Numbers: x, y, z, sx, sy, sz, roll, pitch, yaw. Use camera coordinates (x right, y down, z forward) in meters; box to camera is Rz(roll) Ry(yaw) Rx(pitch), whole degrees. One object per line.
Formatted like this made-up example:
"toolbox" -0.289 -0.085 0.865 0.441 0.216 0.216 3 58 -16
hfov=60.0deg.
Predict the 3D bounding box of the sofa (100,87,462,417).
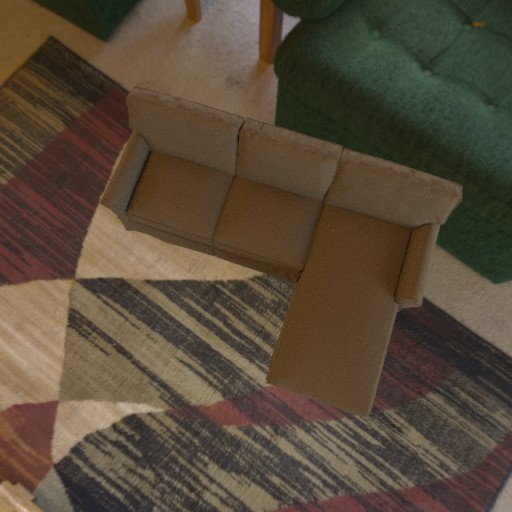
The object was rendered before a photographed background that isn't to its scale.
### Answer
"sofa" 0.000 0.000 3.304 2.475 0.978 1.733 18 77 4
